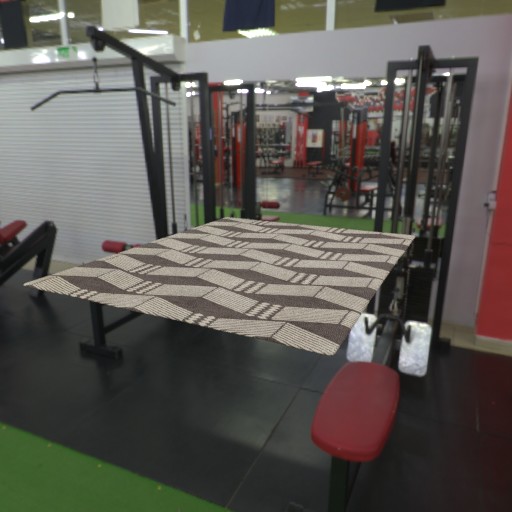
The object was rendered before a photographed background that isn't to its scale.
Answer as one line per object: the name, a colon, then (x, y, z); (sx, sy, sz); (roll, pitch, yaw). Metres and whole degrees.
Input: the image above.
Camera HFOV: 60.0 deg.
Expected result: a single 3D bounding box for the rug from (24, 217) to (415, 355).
rug: (0.000, 0.000, 4.137); (2.438, 0.016, 3.048); (8, 18, 26)
